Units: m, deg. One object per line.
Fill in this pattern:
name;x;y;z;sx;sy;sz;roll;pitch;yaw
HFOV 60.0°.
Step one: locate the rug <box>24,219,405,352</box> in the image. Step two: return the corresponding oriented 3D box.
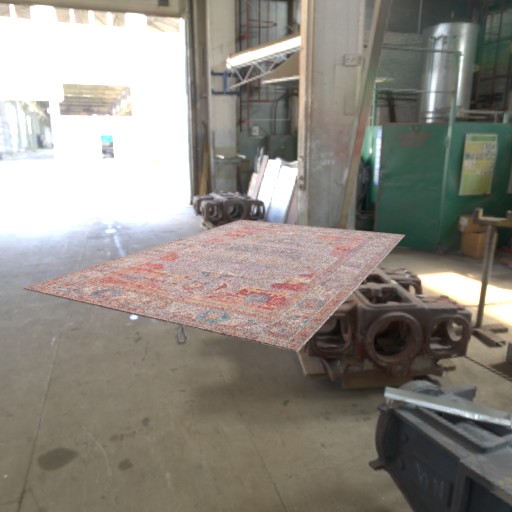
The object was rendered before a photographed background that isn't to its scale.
rug;0.000;0.000;2.343;1.219;0.005;1.829;8;16;26
